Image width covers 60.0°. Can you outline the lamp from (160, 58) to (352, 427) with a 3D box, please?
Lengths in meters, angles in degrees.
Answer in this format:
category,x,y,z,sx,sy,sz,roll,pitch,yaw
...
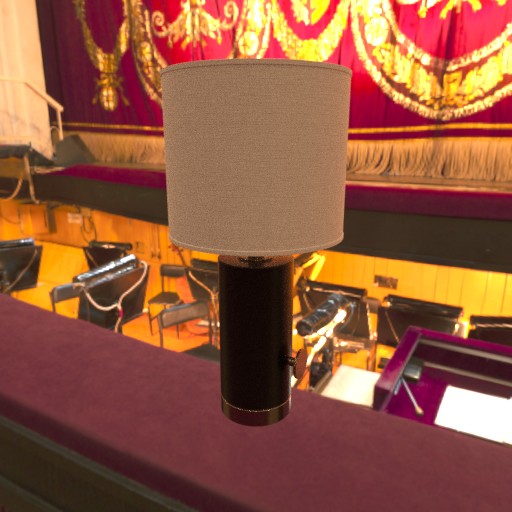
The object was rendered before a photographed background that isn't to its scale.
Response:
category,x,y,z,sx,sy,sz,roll,pitch,yaw
lamp,0.000,0.000,0.629,0.240,0.482,0.241,8,17,27
